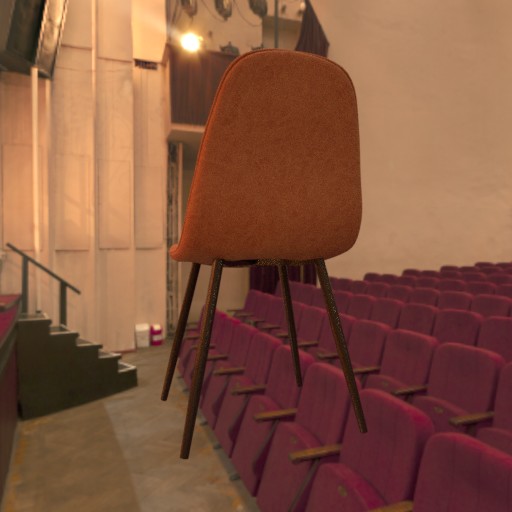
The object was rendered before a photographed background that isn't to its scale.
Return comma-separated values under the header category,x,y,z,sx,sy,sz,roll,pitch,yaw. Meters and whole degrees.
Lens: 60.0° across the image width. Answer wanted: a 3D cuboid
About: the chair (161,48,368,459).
category,x,y,z,sx,sy,sz,roll,pitch,yaw
chair,0.000,0.000,1.216,0.472,0.889,0.561,0,1,-18
